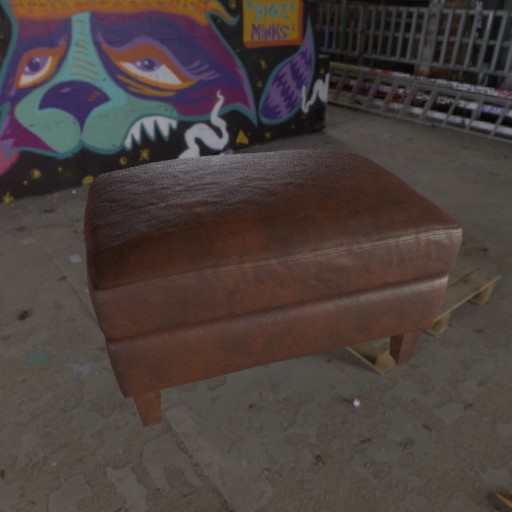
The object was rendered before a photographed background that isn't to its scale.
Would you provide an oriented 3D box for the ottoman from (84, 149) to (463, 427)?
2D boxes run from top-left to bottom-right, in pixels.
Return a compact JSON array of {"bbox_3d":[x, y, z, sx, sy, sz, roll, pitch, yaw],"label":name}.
[{"bbox_3d":[0.000,0.000,1.285,0.887,0.527,0.659,-9,32,-15],"label":"ottoman"}]
